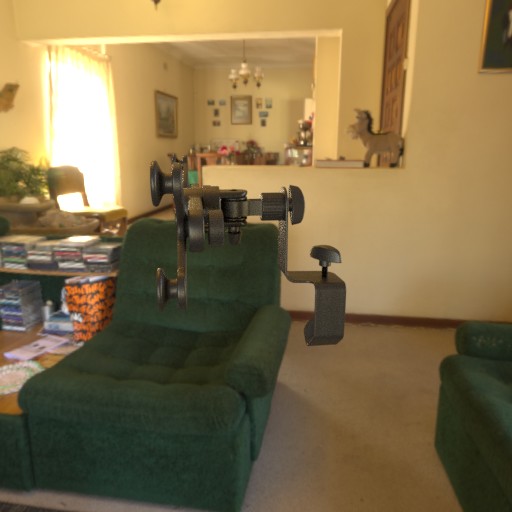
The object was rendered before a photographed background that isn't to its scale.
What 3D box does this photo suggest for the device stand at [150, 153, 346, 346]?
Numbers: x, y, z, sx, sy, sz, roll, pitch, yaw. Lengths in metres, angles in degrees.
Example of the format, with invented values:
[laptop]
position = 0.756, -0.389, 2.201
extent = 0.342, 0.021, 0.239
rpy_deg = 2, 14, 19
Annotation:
[device stand]
position = 0.000, 0.000, 0.374
extent = 0.142, 0.166, 0.270
rpy_deg = -2, 14, -8
